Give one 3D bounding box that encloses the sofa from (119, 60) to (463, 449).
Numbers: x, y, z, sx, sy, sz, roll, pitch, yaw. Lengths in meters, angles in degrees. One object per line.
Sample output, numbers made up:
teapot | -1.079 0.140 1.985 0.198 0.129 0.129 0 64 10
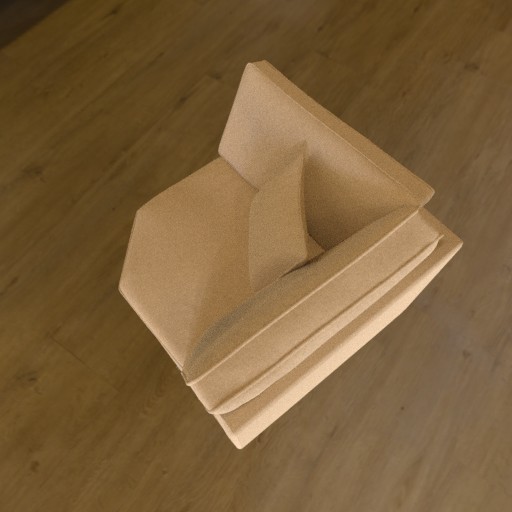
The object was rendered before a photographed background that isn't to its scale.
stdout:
sofa | 0.000 0.000 1.832 1.042 0.937 1.050 -36 69 -16
